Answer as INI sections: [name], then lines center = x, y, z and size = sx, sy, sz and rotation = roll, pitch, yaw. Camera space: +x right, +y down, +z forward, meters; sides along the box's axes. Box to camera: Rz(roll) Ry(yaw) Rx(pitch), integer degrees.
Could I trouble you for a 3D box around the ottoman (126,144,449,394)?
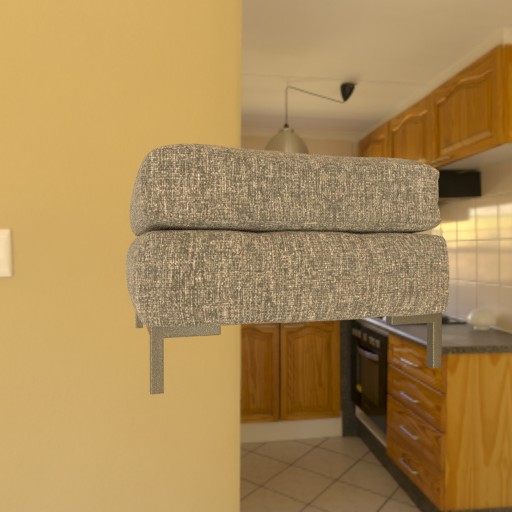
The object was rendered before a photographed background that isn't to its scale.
[ottoman]
center = 0.000, 0.000, 1.222
size = 0.683, 0.480, 0.828
rotation = 0, 1, -17
